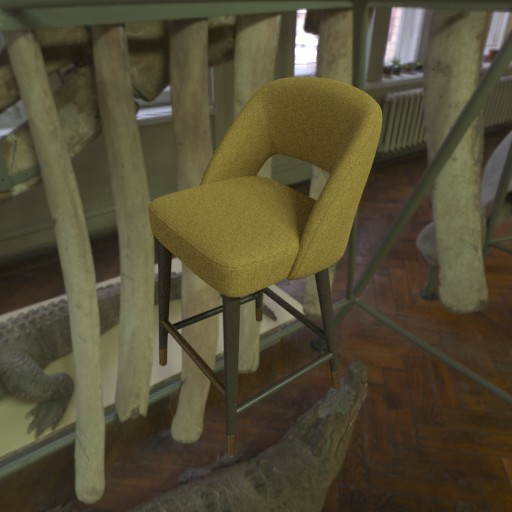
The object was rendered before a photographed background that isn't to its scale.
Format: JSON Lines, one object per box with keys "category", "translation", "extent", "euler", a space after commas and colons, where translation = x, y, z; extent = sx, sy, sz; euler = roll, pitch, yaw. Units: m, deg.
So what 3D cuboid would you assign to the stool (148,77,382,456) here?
{"category": "stool", "translation": [0.000, 0.000, 1.309], "extent": [0.522, 0.939, 0.536], "euler": [-20, 36, -30]}
